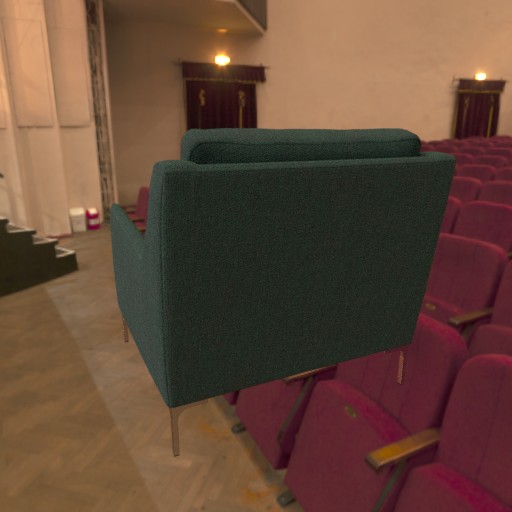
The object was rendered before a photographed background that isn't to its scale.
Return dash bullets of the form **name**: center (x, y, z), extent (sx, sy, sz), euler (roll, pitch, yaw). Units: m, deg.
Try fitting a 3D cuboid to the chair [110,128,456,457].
- **chair**: center (0.000, 0.000, 1.494), extent (0.847, 0.828, 0.849), euler (-8, 18, -25)
